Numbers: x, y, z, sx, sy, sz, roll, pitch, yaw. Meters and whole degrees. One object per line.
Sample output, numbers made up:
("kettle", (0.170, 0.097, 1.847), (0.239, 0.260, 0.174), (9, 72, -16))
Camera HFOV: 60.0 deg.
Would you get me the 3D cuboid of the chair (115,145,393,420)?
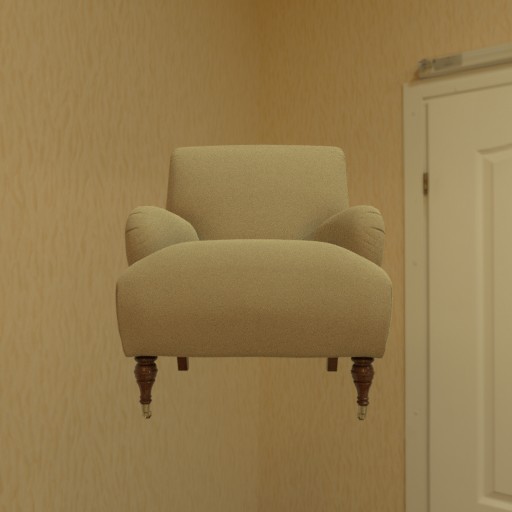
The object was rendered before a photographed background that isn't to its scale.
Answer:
("chair", (0.000, 0.000, 1.564), (0.766, 0.942, 0.842), (0, 0, 1))
